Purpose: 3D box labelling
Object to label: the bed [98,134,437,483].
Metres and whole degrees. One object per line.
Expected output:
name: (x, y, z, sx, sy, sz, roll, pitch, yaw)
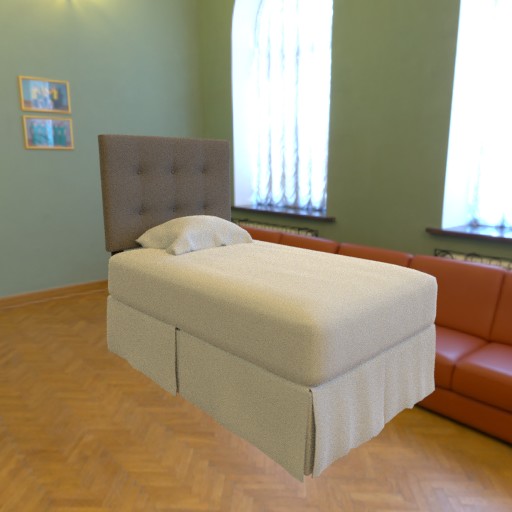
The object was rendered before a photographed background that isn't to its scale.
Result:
bed: (0.000, 0.000, 2.869, 1.261, 1.571, 1.997, -11, 16, -42)
